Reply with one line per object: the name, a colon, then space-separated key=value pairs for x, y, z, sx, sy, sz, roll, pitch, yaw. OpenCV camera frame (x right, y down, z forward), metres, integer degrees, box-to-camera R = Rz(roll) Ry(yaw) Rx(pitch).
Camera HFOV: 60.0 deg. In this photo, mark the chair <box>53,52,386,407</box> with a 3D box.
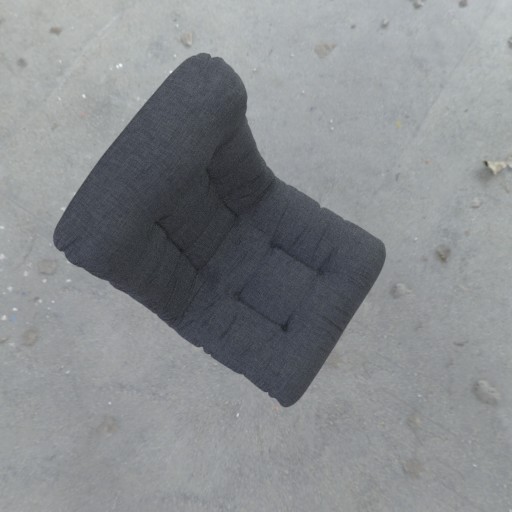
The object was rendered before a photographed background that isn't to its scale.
chair: x=0.000 y=0.000 z=1.223 sx=0.668 sy=0.749 sz=0.597 roll=33 pitch=78 yaw=8
